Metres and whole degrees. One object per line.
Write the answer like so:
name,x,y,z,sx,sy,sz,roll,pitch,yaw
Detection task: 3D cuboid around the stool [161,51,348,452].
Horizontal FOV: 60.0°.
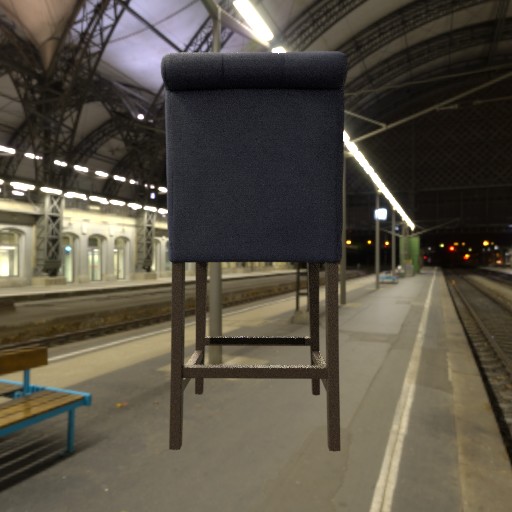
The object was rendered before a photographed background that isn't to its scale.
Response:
stool,0.000,0.000,1.354,0.493,1.010,0.601,0,0,1
